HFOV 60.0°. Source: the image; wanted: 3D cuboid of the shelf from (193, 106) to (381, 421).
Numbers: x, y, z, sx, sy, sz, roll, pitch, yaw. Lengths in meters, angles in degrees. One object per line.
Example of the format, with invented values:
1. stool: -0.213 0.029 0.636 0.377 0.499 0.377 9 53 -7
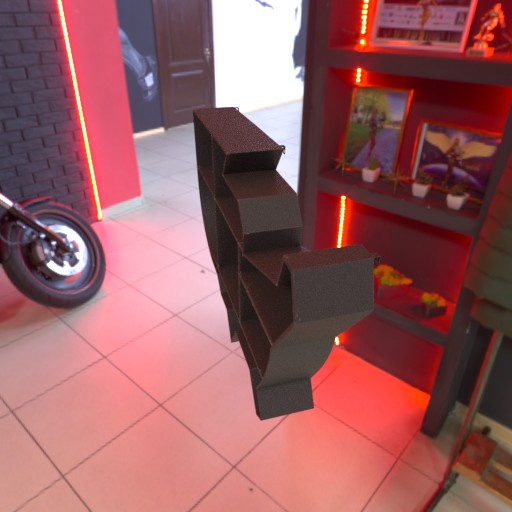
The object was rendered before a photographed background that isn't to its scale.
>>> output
1. shelf: 0.000 0.000 0.891 0.112 0.439 0.729 -8 31 -14
